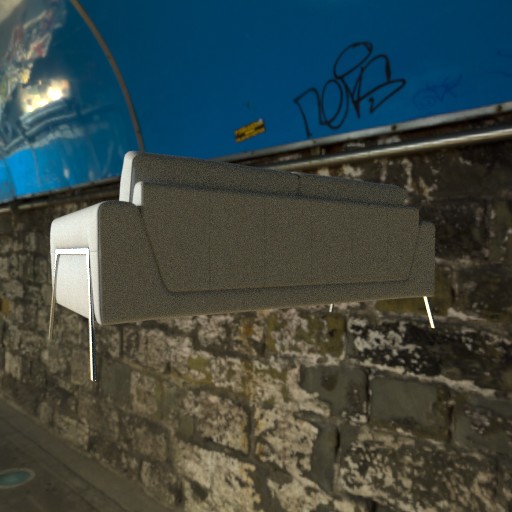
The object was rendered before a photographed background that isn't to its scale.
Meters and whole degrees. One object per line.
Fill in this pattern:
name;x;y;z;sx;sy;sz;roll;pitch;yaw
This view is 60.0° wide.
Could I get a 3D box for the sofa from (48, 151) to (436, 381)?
sofa;0.000;0.000;2.512;2.017;0.875;0.953;0;0;-34
